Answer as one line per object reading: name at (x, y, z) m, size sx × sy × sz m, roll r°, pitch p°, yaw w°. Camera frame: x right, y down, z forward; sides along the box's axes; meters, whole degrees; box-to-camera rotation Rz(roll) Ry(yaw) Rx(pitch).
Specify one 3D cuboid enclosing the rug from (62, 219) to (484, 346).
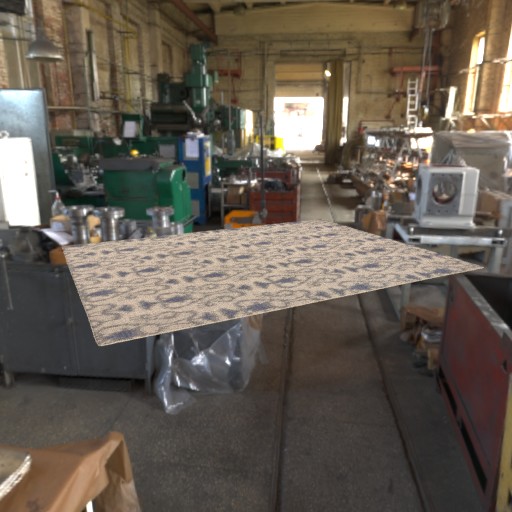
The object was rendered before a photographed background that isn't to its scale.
rug at (0.000, 0.000, 4.177) m, size 3.205 × 0.015 × 2.437 m, roll -8°, pitch 18°, yaw -26°
